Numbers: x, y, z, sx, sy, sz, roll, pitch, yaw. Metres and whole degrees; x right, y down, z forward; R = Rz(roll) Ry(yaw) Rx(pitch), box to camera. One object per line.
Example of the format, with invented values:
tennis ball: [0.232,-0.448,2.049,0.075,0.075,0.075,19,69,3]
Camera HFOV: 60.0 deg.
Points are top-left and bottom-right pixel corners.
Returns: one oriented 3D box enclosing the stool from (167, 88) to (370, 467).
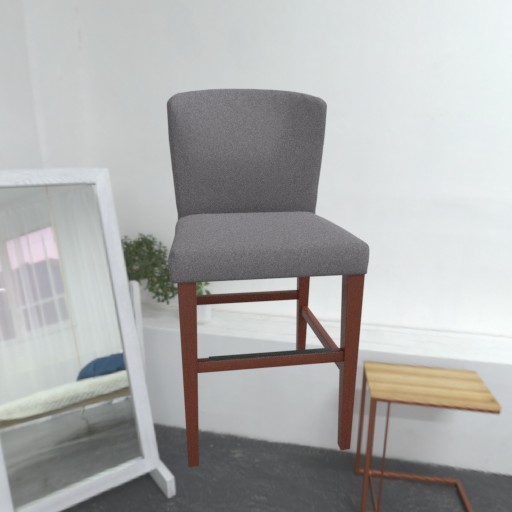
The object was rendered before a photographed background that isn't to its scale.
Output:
stool: [0.000,0.000,1.289,0.481,0.968,0.568,-2,15,-9]
